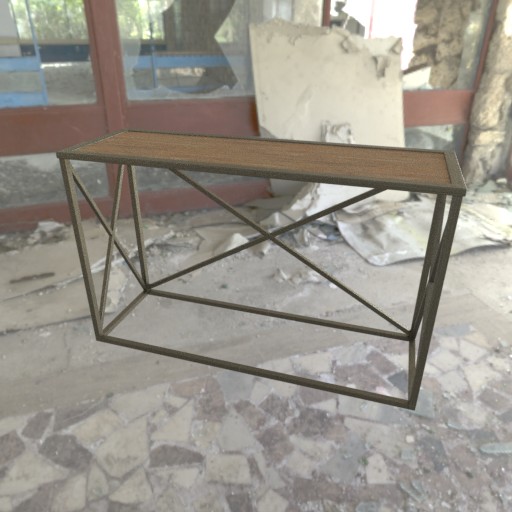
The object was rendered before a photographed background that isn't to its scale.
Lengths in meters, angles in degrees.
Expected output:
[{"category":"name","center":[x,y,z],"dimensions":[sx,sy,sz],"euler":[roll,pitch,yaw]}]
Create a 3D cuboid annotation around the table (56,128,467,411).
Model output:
[{"category":"table","center":[0.000,0.000,1.593],"dimensions":[1.216,0.753,0.402],"euler":[8,28,16]}]
